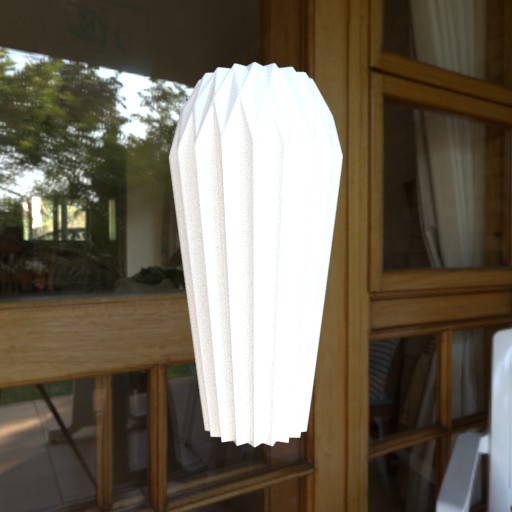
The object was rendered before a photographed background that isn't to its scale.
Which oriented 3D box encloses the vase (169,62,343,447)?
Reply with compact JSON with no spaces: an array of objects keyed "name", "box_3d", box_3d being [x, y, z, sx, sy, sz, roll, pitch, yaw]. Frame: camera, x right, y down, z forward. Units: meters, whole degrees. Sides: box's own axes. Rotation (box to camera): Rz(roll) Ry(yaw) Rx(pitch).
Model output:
[{"name":"vase","box_3d":[0.000,0.000,0.344,0.133,0.263,0.133,0,1,0]}]
